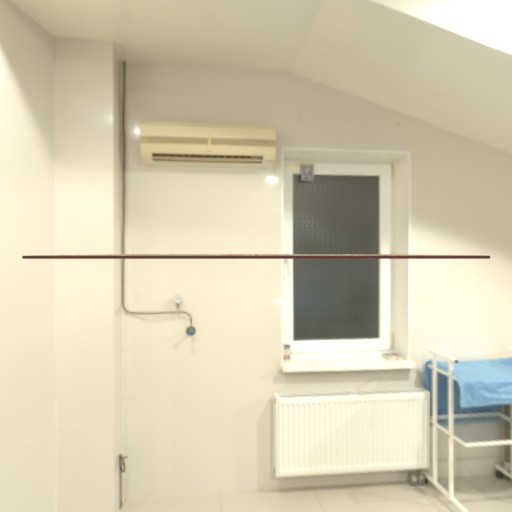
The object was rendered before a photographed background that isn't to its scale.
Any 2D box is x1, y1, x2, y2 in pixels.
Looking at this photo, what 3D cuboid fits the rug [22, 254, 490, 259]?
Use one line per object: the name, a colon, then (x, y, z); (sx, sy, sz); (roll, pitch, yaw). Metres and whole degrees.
rug: (0.000, 0.000, 5.848); (4.578, 0.033, 3.033); (0, 0, -1)
